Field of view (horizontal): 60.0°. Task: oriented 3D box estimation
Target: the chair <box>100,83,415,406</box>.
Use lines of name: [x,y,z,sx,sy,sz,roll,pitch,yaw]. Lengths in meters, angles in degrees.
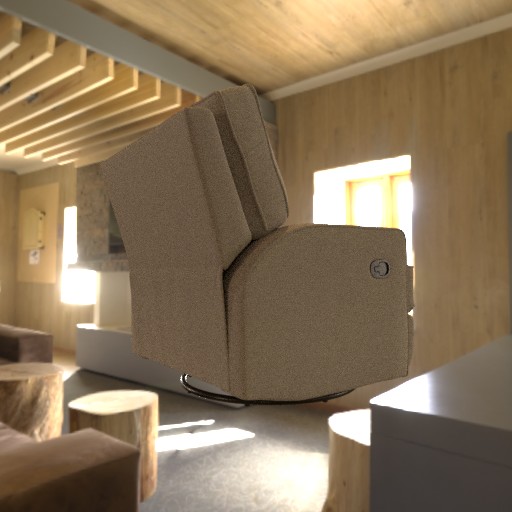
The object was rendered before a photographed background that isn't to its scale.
chair: [0.000,0.000,1.692,0.969,0.964,0.861,2,-3,-36]
